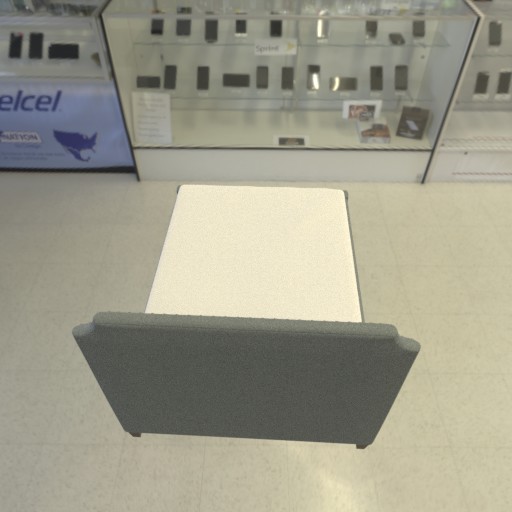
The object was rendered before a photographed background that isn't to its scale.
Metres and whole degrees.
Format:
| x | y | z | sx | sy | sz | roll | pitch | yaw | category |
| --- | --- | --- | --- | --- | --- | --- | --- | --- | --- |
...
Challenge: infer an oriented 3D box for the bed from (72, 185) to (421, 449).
| x | y | z | sx | sy | sz | roll | pitch | yaw | category |
| --- | --- | --- | --- | --- | --- | --- | --- | --- | --- |
| 0.000 | 0.000 | 3.374 | 1.712 | 1.443 | 2.372 | 2 | 46 | 2 | bed |
